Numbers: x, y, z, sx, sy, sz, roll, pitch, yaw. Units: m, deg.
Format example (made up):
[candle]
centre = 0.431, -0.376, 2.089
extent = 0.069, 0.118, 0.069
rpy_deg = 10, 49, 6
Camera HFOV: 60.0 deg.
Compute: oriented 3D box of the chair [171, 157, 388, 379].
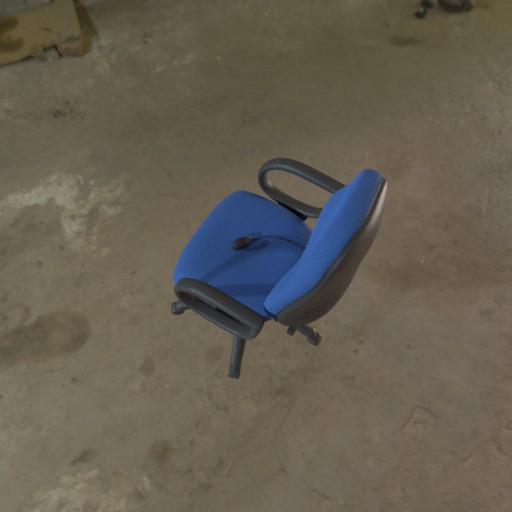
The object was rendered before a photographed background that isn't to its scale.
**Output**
[chair]
centre = 0.000, 0.000, 1.276
extent = 0.549, 0.905, 0.552
rpy_deg = 28, 68, 13
